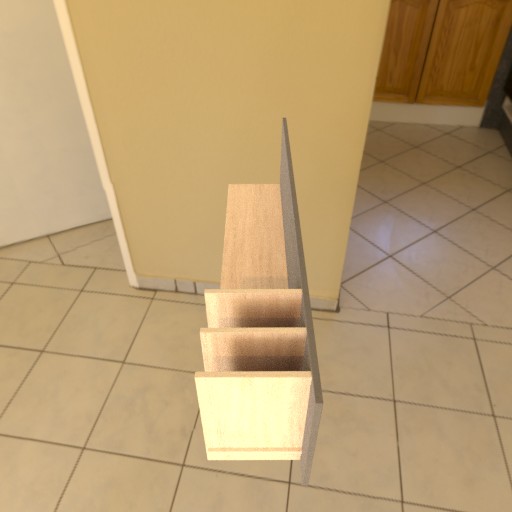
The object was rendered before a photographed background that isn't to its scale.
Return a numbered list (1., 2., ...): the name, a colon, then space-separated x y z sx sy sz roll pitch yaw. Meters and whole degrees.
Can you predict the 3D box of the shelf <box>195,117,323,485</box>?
1. shelf: 0.000 0.000 1.151 0.200 0.300 1.020 0 41 0
